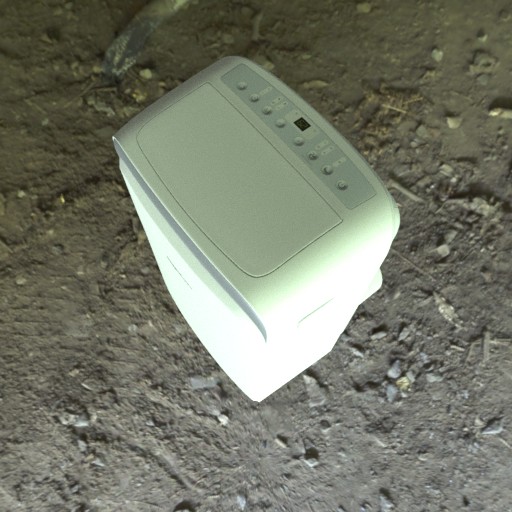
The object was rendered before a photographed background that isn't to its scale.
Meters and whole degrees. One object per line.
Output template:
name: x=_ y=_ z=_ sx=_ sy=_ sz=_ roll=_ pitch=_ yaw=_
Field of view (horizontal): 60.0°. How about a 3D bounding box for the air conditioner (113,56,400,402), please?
air conditioner: x=0.000 y=0.000 z=0.940 sx=0.365 sy=0.700 sz=0.454 roll=-35 pitch=70 yaw=-15
